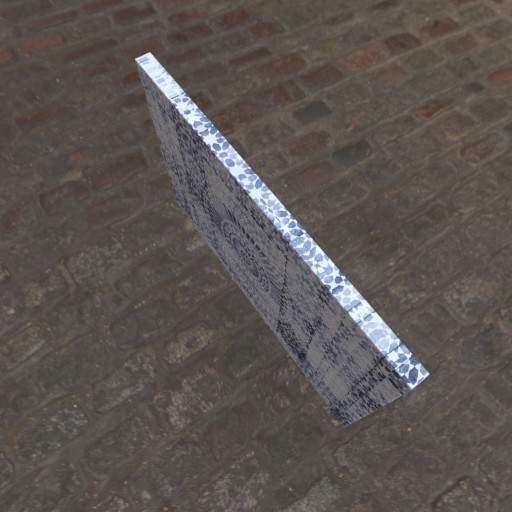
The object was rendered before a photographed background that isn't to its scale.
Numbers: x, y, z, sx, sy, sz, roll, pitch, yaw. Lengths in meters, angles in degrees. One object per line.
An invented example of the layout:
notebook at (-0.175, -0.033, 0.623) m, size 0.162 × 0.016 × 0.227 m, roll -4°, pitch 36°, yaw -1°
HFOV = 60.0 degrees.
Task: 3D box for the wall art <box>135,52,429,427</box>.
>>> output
wall art at (0.000, 0.000, 0.760) m, size 0.030 × 0.406 × 0.608 m, roll -32°, pitch 68°, yaw -15°
